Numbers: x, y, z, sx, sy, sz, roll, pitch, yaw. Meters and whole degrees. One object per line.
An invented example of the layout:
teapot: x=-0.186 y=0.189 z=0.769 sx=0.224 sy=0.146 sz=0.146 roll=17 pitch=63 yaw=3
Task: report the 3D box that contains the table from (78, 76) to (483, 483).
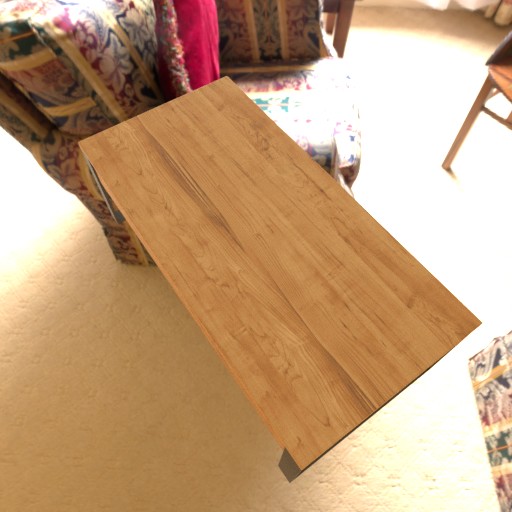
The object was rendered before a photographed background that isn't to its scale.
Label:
table: x=0.000 y=0.000 z=1.454 sx=0.590 sy=0.400 sz=1.180 roll=-31 pitch=64 yaw=-17
